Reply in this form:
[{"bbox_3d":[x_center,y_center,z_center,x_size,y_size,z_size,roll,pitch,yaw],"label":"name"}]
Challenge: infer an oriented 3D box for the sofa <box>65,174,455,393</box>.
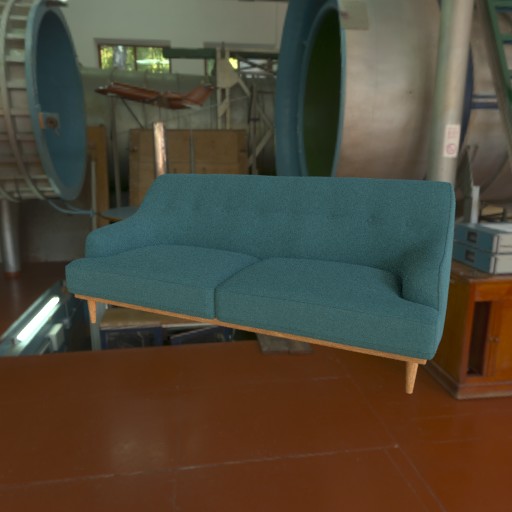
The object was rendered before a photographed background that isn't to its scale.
[{"bbox_3d":[0.000,0.000,2.560,2.057,0.871,0.978,6,15,25],"label":"sofa"}]
